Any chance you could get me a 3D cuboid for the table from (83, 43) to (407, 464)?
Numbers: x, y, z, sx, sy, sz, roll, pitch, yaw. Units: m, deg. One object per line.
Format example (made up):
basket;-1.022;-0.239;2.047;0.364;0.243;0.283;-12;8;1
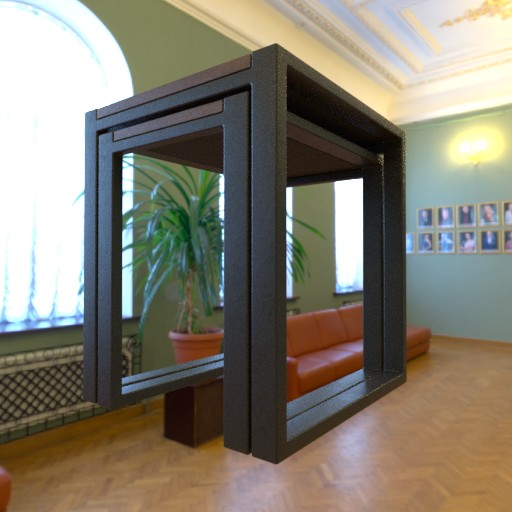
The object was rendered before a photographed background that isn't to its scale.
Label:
table;0.000;0.000;0.908;0.449;0.550;0.500;-1;-1;37
